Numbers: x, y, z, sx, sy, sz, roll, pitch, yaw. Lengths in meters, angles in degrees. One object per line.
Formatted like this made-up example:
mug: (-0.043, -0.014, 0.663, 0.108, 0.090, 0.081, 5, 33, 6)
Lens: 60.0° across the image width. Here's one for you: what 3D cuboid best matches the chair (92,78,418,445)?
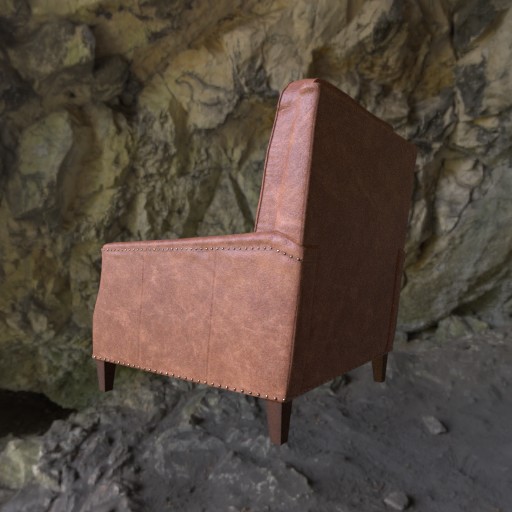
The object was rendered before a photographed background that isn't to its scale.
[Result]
chair: (0.000, 0.000, 1.777, 1.035, 1.054, 0.854, 0, 0, 37)
